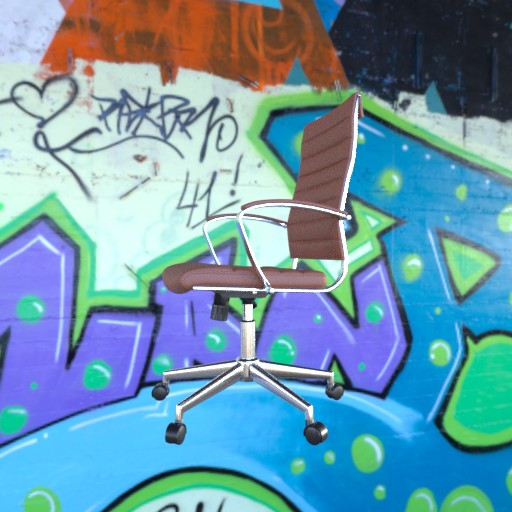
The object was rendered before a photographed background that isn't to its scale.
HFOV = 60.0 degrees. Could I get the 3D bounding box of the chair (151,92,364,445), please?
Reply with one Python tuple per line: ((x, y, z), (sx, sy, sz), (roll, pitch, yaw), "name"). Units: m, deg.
((0.000, 0.000, 1.666), (0.739, 1.149, 0.766), (0, 1, -18), "chair")
